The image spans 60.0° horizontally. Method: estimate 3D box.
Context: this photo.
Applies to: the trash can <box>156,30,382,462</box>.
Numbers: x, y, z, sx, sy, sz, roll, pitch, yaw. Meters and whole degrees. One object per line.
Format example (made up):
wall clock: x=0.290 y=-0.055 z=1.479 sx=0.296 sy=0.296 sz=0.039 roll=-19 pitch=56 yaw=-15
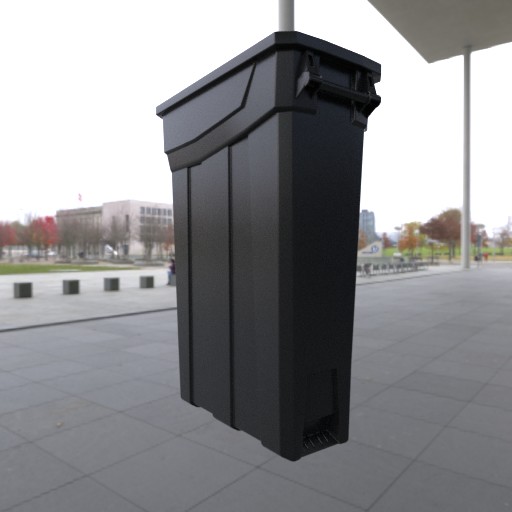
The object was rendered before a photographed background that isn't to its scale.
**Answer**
trash can: x=0.000 y=0.000 z=1.027 sx=0.281 sy=0.762 sz=0.559 roll=0 pitch=1 yaw=-37
